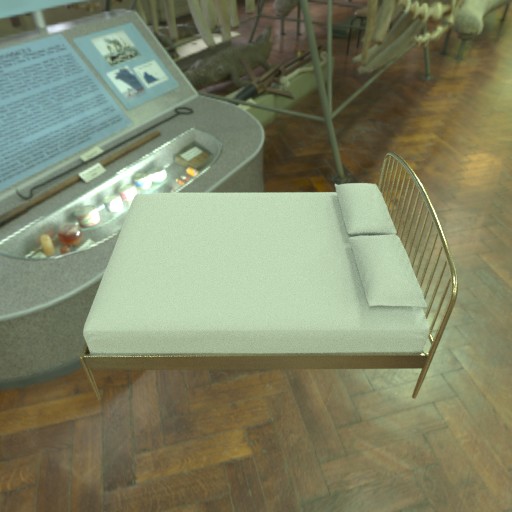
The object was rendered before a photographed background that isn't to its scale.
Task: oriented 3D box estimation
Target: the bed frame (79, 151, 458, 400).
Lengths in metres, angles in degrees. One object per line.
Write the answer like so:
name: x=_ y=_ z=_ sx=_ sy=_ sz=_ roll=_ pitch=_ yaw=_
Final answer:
bed frame: x=0.000 y=0.000 z=3.211 sx=2.152 sy=1.175 sz=1.612 roll=0 pitch=40 yaw=0
